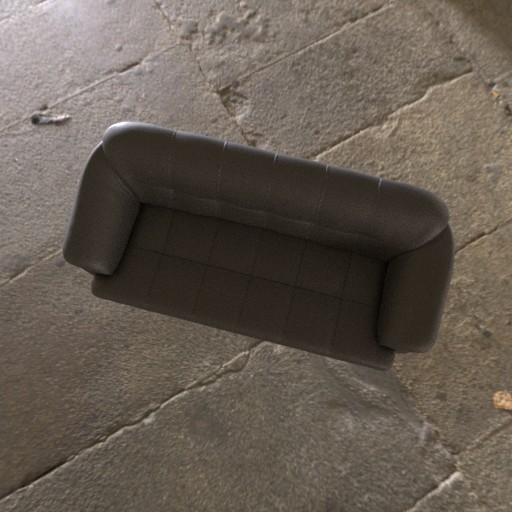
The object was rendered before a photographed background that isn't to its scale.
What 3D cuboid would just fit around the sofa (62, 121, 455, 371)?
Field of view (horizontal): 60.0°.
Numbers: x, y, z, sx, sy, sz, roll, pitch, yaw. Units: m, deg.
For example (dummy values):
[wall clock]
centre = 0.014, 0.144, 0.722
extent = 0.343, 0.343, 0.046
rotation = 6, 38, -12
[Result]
[sofa]
centre = 0.000, 0.000, 2.284
extent = 1.829, 0.811, 0.800
rotation = 14, 76, 4
